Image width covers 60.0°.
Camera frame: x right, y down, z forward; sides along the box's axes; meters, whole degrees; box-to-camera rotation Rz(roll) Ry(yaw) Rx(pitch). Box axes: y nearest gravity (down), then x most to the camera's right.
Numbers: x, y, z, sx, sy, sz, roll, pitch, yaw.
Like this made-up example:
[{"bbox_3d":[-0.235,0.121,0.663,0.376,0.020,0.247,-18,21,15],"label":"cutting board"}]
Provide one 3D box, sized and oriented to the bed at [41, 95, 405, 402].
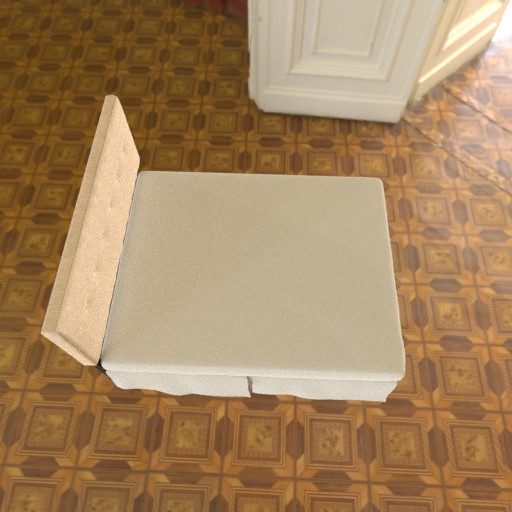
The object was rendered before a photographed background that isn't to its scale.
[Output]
[{"bbox_3d":[0.000,0.000,2.994,1.978,1.270,1.643,2,62,1],"label":"bed"}]
